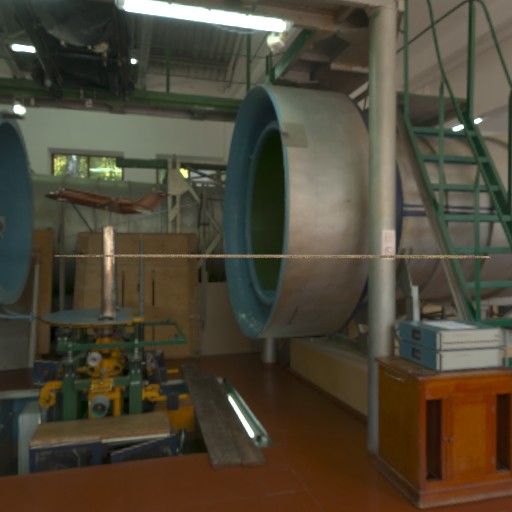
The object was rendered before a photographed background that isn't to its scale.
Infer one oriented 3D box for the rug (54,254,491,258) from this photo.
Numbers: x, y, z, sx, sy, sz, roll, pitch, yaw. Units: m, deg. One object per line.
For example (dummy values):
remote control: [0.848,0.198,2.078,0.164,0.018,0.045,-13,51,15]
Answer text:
rug: [0.000,0.000,2.929,2.664,0.011,0.762,0,0,19]
